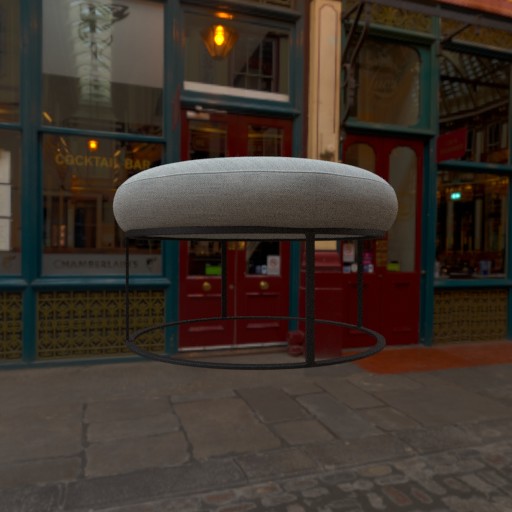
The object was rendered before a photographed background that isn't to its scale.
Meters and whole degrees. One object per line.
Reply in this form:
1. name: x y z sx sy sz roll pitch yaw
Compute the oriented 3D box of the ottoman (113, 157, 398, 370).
1. ottoman: 0.000 0.000 1.253 0.769 0.459 0.769 0 0 0
